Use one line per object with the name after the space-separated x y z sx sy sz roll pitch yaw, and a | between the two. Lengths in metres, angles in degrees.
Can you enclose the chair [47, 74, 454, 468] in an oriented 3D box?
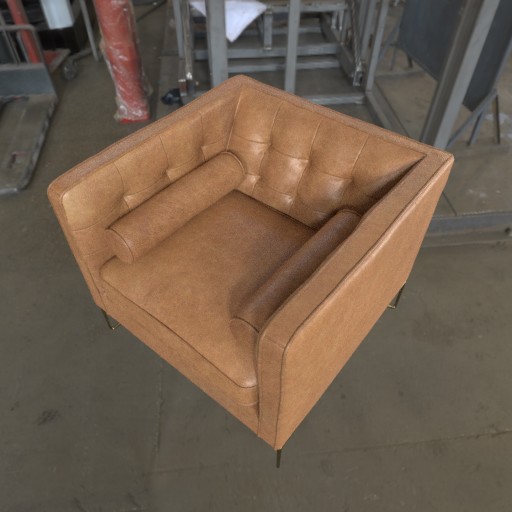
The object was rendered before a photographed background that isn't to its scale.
0.000 0.000 1.625 0.920 0.797 0.912 31 54 25 | chair
